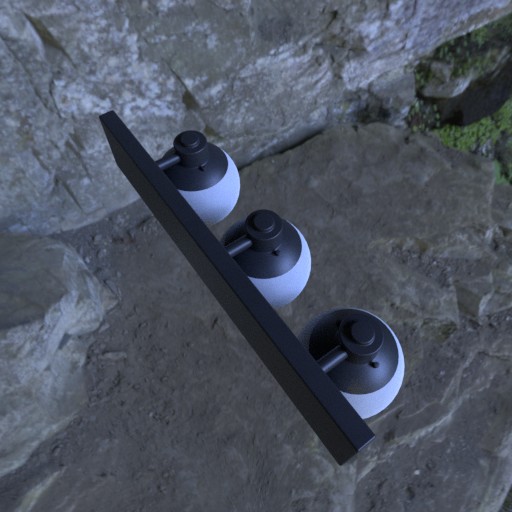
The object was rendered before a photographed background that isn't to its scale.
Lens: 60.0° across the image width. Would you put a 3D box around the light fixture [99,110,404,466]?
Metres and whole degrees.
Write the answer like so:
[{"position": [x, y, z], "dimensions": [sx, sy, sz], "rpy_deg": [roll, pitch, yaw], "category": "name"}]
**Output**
[{"position": [0.000, 0.000, 0.825], "dimensions": [0.218, 0.263, 0.721], "rpy_deg": [-31, 63, -18], "category": "light fixture"}]
